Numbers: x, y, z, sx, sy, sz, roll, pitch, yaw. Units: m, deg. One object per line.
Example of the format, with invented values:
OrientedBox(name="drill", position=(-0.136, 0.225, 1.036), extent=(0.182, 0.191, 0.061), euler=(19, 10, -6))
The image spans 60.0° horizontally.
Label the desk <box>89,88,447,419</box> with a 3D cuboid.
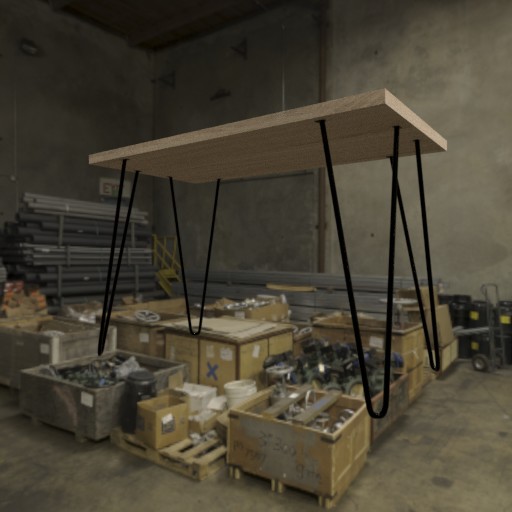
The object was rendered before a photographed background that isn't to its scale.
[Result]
OrientedBox(name="desk", position=(0.000, 0.000, 1.362), extent=(0.991, 0.660, 0.499), euler=(0, 0, 36))
